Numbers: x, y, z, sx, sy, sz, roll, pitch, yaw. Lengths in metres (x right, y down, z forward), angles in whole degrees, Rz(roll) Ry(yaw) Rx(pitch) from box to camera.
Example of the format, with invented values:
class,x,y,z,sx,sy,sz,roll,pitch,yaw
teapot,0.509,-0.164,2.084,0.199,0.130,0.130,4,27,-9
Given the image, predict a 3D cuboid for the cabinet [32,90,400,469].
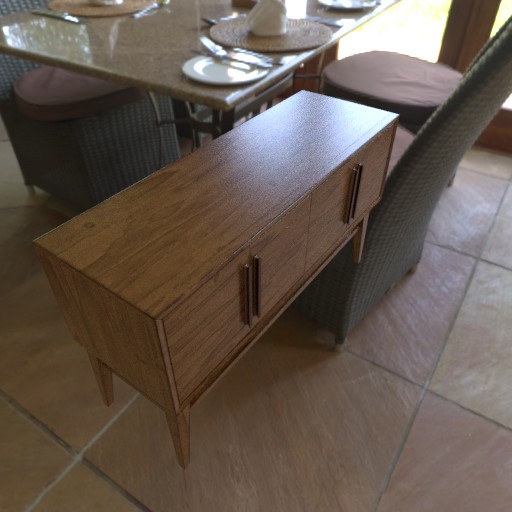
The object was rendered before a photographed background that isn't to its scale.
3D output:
class,x,y,z,sx,sy,sz,roll,pitch,yaw
cabinet,0.000,0.000,1.748,0.477,0.802,1.363,25,47,27
